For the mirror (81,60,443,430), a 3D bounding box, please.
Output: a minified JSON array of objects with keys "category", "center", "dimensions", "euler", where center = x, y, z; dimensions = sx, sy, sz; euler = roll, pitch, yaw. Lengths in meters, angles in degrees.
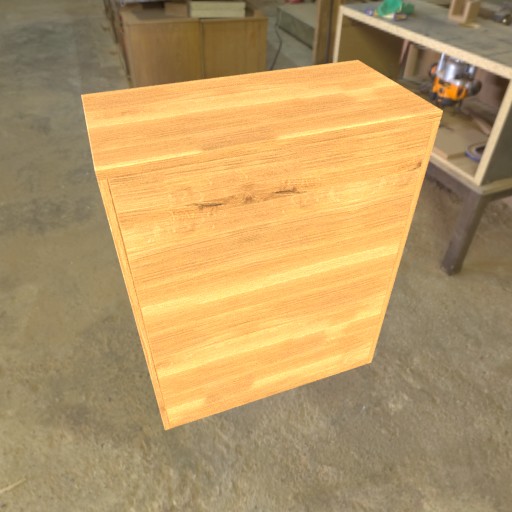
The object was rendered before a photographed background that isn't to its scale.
[{"category":"mirror","center":[0.000,0.000,1.416],"dimensions":[0.800,1.000,0.400],"euler":[-13,43,-15]}]
